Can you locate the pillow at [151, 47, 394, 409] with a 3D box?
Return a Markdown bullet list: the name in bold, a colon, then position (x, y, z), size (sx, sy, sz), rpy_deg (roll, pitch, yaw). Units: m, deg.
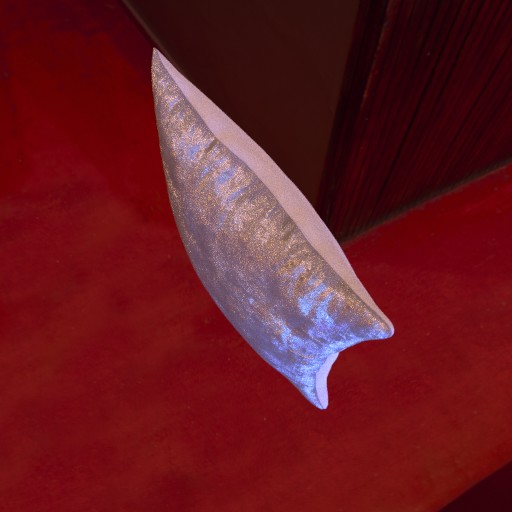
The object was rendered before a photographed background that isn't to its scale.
- **pillow**: position (0.000, 0.000, 0.700), size (0.175, 0.464, 0.470), rpy_deg (-30, 67, -14)
